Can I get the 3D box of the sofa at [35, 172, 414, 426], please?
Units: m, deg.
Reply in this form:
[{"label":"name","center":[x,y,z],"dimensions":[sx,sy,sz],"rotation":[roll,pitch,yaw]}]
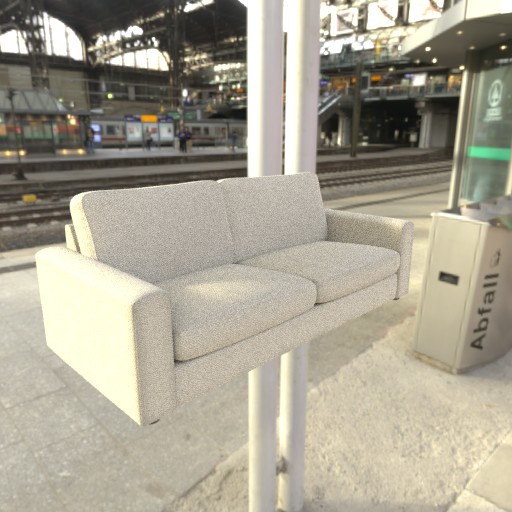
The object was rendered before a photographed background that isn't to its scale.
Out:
[{"label":"sofa","center":[0.000,0.000,2.676],"dimensions":[2.179,0.873,1.016],"rotation":[-15,21,-43]}]
